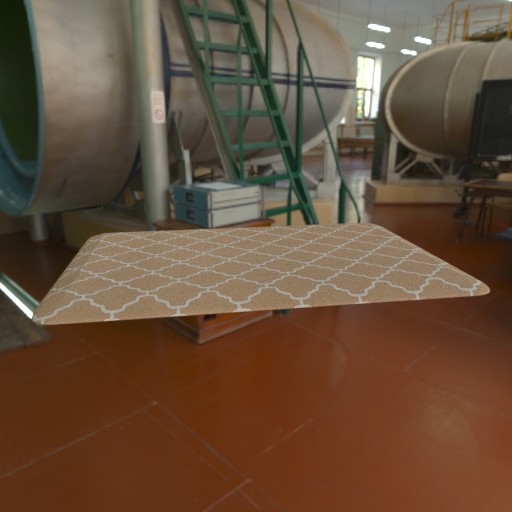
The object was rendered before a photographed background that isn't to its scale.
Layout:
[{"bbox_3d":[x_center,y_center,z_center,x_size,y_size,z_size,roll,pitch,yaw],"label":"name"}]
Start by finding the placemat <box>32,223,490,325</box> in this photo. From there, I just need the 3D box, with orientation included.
[{"bbox_3d":[0.000,0.000,0.936,0.762,0.021,0.508,-3,18,-9],"label":"placemat"}]
